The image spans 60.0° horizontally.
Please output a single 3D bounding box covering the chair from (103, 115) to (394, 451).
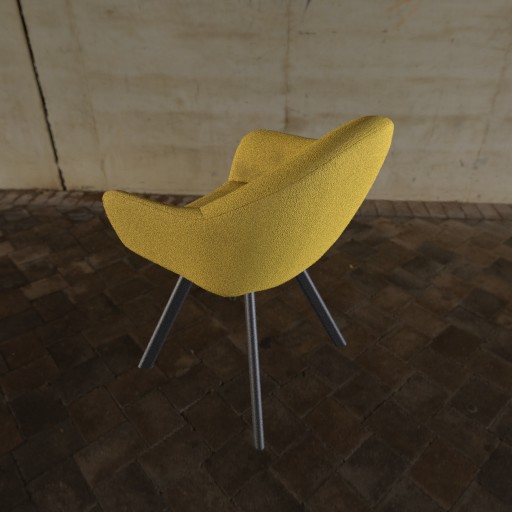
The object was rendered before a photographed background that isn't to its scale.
[{"bbox_3d":[0.000,0.000,1.152,0.565,0.775,0.545,22,39,30],"label":"chair"}]
